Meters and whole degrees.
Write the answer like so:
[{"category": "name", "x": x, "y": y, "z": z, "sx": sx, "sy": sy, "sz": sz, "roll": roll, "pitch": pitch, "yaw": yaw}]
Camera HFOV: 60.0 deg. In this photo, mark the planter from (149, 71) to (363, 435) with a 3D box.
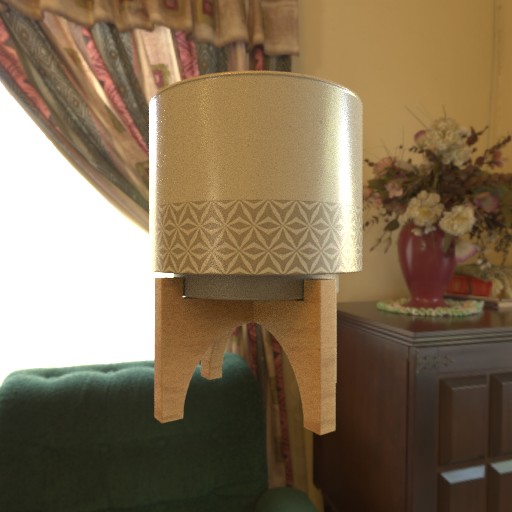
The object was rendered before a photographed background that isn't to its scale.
[{"category": "planter", "x": 0.000, "y": 0.000, "z": 0.532, "sx": 0.249, "sy": 0.343, "sz": 0.249, "roll": 0, "pitch": 0, "yaw": 0}]
